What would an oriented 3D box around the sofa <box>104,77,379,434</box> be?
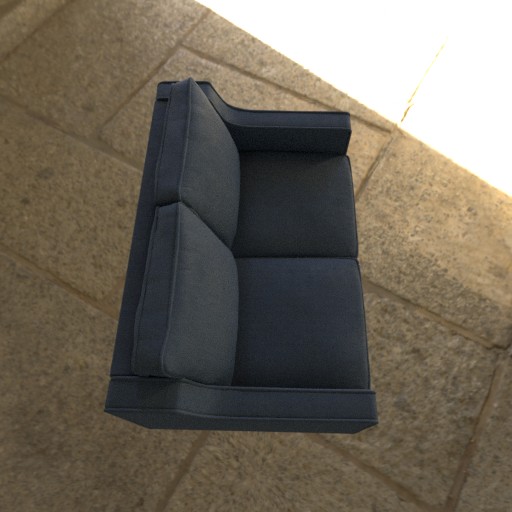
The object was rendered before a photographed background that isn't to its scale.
[{"bbox_3d":[0.000,0.000,2.087,0.987,0.971,1.501,1,64,1],"label":"sofa"}]
